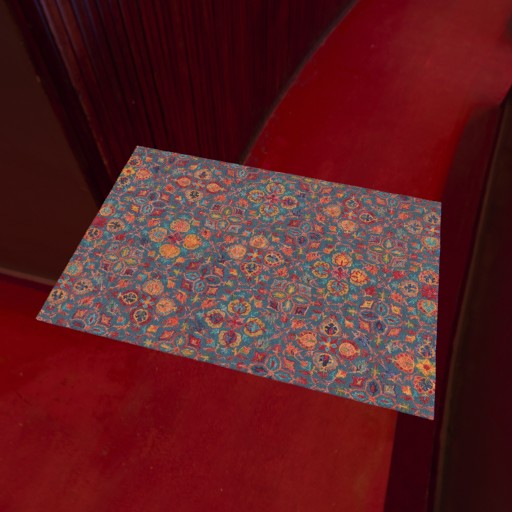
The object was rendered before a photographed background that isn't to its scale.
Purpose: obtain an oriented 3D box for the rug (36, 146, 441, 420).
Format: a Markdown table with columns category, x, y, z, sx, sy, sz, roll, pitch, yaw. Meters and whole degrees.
| category | x | y | z | sx | sy | sz | roll | pitch | yaw |
| --- | --- | --- | --- | --- | --- | --- | --- | --- | --- |
| rug | 0.000 | 0.000 | 2.290 | 1.836 | 0.014 | 1.216 | 12 | 57 | 8 |
